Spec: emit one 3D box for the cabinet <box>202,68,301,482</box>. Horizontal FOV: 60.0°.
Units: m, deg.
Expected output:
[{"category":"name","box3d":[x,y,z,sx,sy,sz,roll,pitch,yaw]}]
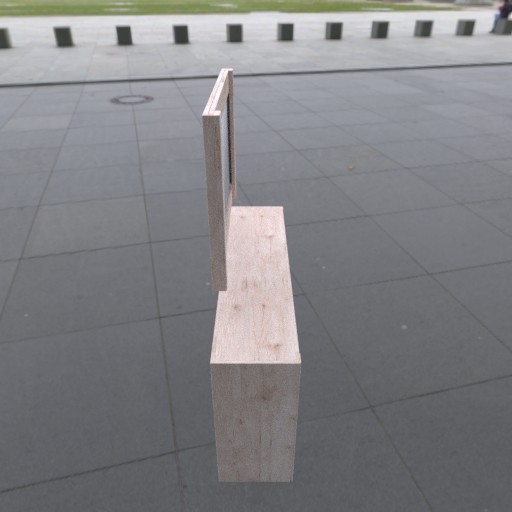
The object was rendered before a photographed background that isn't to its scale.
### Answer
[{"category":"cabinet","box3d":[0.000,0.000,2.731,0.420,1.981,1.700,0,31,0]}]
